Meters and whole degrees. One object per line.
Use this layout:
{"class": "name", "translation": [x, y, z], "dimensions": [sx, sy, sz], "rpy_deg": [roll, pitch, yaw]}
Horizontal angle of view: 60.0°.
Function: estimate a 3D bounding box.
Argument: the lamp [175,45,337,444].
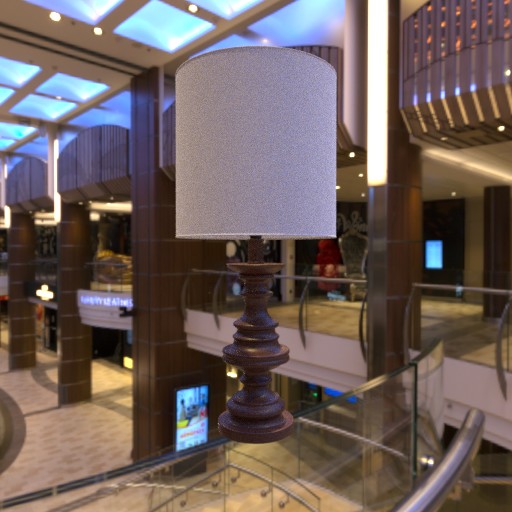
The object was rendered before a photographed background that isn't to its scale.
{"class": "lamp", "translation": [0.000, 0.000, 0.584], "dimensions": [0.208, 0.455, 0.208], "rpy_deg": [0, 1, 0]}
